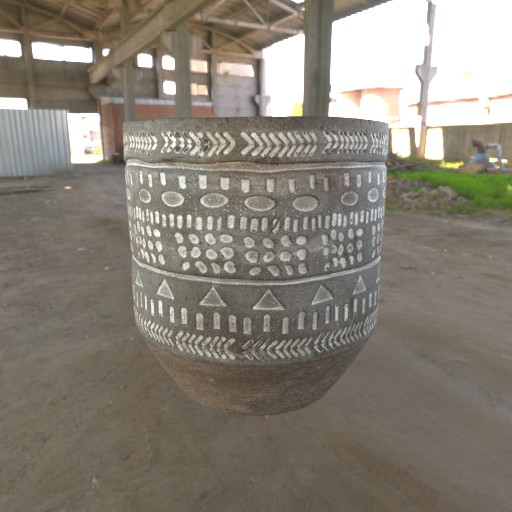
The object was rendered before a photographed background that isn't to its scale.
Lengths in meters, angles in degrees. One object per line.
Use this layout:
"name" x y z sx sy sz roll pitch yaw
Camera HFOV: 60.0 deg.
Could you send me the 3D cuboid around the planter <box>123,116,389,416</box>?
"planter" 0.000 0.000 0.223 0.122 0.128 0.122 0 14 0
